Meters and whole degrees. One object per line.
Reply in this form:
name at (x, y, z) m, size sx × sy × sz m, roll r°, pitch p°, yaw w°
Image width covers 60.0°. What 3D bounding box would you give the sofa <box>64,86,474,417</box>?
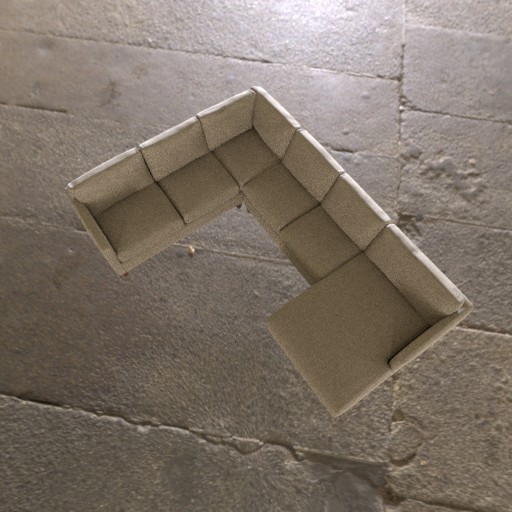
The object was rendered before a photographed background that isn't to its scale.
sofa at (0.000, 0.000, 4.601) m, size 2.593 × 0.959 × 3.460 m, roll -33°, pitch 69°, yaw -14°
